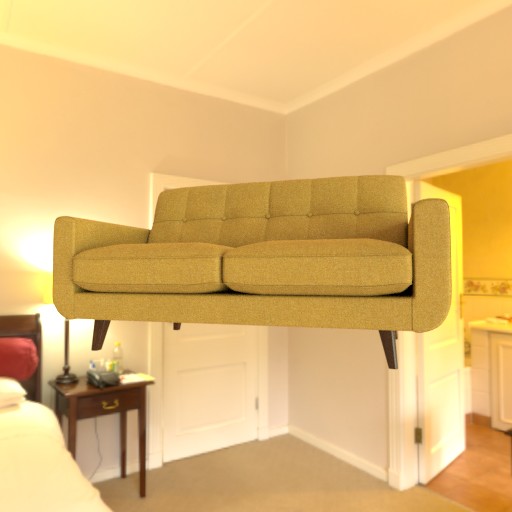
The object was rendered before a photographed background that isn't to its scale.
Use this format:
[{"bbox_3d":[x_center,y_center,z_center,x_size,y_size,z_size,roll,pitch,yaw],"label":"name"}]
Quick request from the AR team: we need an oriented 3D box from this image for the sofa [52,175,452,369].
[{"bbox_3d":[0.000,0.000,2.121,1.631,0.841,0.909,-1,-2,18],"label":"sofa"}]
